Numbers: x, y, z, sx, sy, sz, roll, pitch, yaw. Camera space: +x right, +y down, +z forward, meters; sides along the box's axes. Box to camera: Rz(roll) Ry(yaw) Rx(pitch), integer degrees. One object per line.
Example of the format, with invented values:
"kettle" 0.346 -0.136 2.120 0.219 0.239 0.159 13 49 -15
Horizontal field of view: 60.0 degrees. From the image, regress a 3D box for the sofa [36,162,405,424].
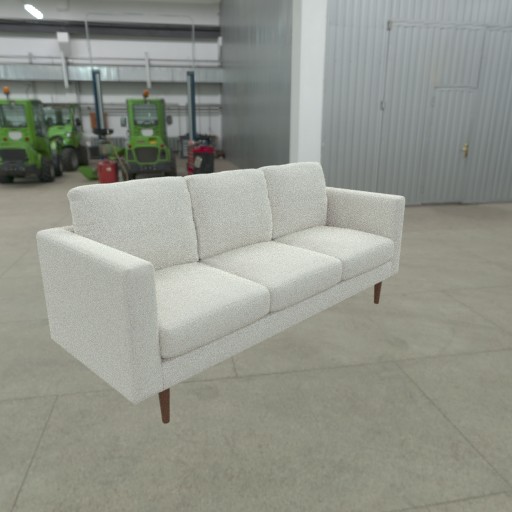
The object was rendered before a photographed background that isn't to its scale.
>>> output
"sofa" 0.000 0.000 2.476 0.802 0.912 2.029 16 23 42
